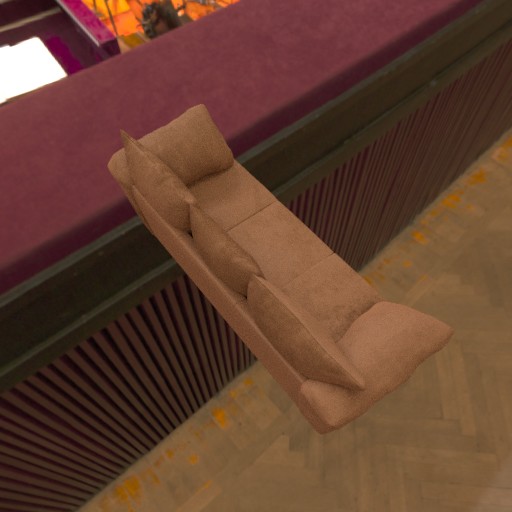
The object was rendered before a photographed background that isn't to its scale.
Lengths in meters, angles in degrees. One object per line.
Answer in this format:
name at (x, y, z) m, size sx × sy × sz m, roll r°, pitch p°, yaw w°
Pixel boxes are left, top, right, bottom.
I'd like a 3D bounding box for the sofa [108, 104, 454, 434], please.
sofa at (0.000, 0.000, 2.941) m, size 0.893 × 0.981 × 2.377 m, roll -34°, pitch 64°, yaw -20°
